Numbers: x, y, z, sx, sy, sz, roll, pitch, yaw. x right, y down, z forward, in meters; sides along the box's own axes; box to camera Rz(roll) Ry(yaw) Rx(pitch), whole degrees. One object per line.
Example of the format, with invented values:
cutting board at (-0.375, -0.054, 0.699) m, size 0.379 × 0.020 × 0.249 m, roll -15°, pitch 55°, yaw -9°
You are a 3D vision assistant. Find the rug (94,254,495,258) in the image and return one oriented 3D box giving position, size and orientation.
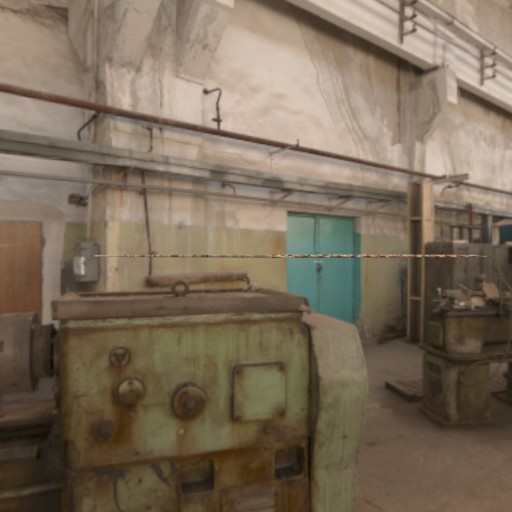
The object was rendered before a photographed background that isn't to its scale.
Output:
rug at (0.000, 0.000, 2.438) m, size 1.218 × 0.010 × 1.997 m, roll 0°, pitch 0°, yaw -36°
